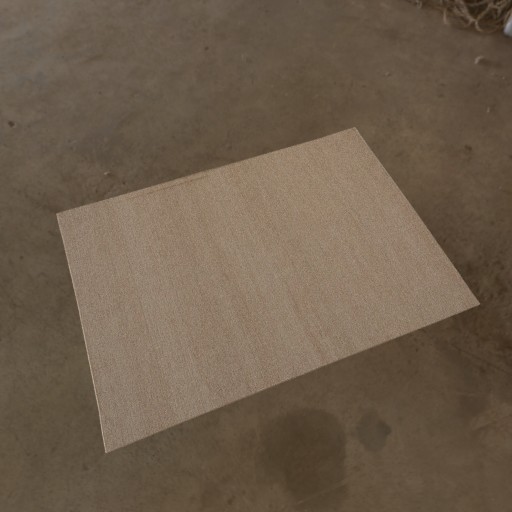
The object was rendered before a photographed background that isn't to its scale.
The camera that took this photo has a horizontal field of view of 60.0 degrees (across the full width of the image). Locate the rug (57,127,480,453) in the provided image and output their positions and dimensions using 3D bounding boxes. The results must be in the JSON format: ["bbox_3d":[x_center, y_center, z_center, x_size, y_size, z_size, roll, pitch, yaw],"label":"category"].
[{"bbox_3d":[0.000,0.000,3.563,2.869,0.038,2.032,-18,61,-11],"label":"rug"}]
